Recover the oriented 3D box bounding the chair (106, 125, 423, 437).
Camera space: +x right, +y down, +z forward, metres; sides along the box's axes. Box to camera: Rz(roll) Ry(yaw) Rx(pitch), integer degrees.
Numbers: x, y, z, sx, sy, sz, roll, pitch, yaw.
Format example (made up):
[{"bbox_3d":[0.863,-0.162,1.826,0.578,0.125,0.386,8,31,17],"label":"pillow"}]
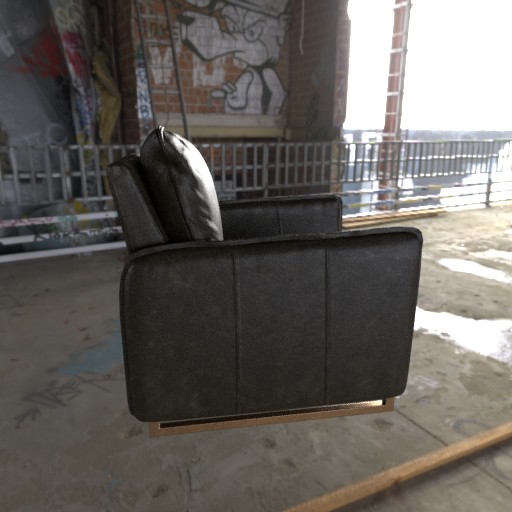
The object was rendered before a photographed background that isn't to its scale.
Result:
[{"bbox_3d":[0.000,0.000,1.631,0.921,0.921,0.830,-3,16,-9],"label":"chair"}]
